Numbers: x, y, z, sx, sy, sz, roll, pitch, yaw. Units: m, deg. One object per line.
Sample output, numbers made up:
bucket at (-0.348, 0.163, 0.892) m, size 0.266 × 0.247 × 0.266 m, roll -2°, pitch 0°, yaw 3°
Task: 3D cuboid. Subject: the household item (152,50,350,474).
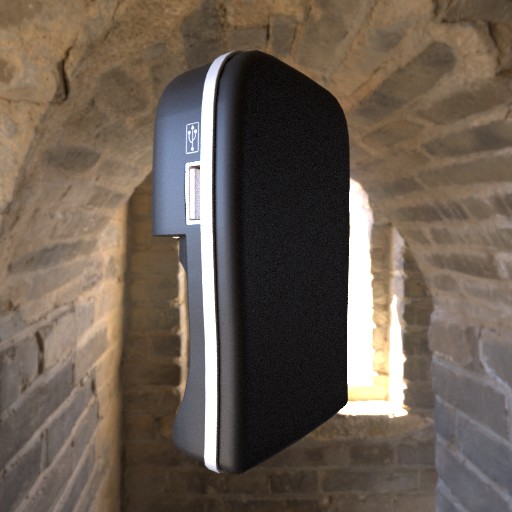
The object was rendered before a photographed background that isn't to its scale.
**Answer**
household item at (0.000, 0.000, 0.146) m, size 0.038 × 0.114 × 0.070 m, roll 0°, pitch 1°, yaw 36°
